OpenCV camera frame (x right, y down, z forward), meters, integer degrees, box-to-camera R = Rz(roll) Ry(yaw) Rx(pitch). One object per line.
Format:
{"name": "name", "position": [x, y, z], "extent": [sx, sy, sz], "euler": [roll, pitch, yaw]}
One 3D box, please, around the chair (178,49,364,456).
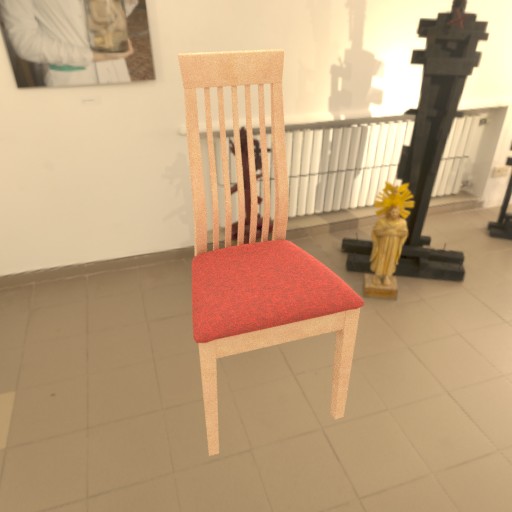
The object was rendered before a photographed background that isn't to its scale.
{"name": "chair", "position": [0.000, 0.000, 1.271], "extent": [0.460, 1.027, 0.474], "euler": [-10, 33, -16]}
